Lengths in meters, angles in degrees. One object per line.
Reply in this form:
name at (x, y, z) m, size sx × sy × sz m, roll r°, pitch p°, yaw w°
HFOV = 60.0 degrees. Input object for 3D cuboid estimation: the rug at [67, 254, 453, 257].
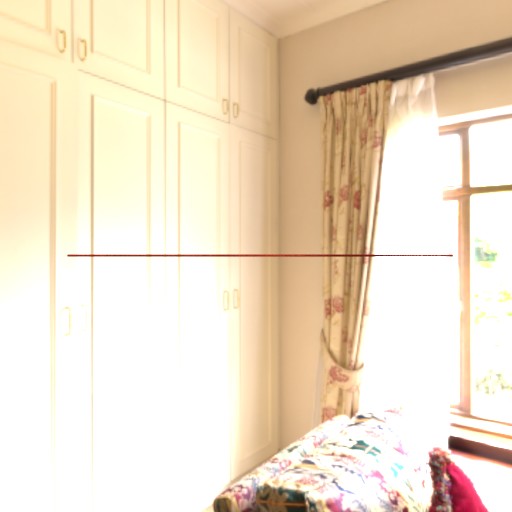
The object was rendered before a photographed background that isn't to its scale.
rug at (0.000, 0.000, 2.958) m, size 1.535 × 0.010 × 2.431 m, roll 0°, pitch 0°, yaw -1°
